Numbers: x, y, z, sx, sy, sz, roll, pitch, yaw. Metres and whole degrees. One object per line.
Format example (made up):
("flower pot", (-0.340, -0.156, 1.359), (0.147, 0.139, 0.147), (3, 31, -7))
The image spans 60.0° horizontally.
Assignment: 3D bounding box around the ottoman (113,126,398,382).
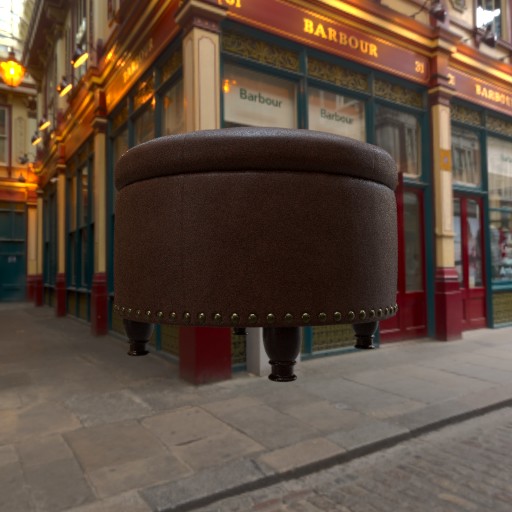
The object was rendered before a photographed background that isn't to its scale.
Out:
("ottoman", (0.000, 0.000, 1.040), (0.637, 0.442, 0.637), (0, -2, 0))
